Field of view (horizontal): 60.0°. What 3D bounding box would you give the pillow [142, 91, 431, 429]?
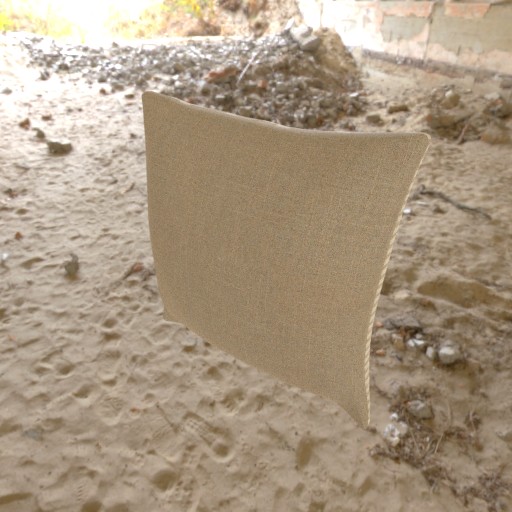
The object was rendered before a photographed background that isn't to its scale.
[{"bbox_3d":[0.000,0.000,0.766,0.496,0.491,0.219,20,36,31],"label":"pillow"}]
